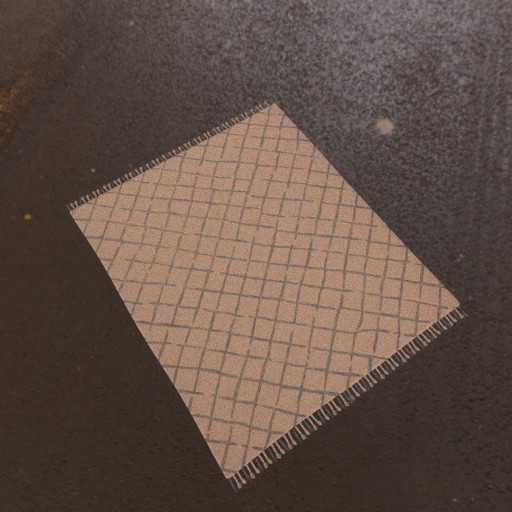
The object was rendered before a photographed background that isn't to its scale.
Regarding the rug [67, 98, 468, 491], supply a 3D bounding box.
[{"bbox_3d":[0.000,0.000,4.844,2.892,0.036,3.585,-32,69,-14],"label":"rug"}]
